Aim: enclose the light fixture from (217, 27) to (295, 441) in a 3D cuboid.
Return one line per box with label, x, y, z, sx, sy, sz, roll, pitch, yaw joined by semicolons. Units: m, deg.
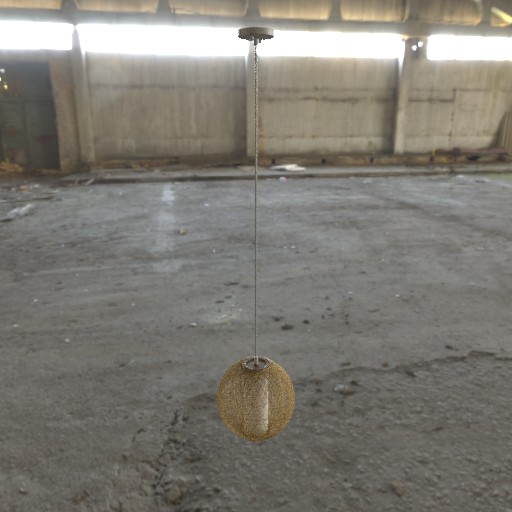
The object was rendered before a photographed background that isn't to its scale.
light fixture;0.000;0.000;2.123;0.406;1.955;0.407;-3;16;-10
